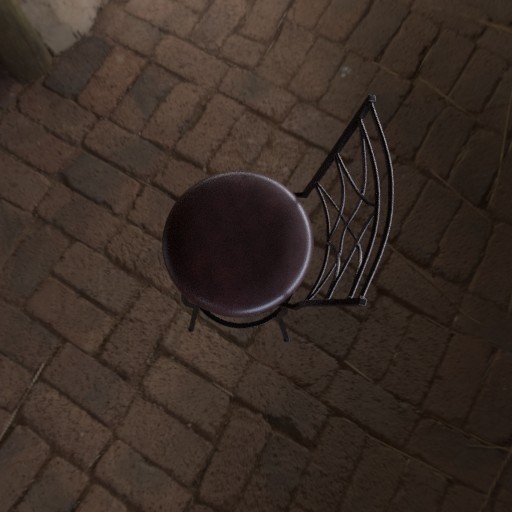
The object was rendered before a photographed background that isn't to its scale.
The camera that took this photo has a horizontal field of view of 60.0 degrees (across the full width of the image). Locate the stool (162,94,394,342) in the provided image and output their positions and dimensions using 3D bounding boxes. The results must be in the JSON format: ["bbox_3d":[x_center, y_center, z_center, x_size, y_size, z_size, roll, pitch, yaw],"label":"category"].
[{"bbox_3d":[0.000,0.000,1.391,0.534,1.117,0.434,6,75,2],"label":"stool"}]
